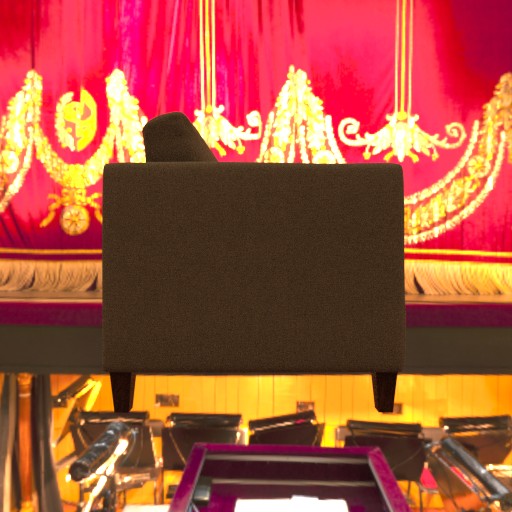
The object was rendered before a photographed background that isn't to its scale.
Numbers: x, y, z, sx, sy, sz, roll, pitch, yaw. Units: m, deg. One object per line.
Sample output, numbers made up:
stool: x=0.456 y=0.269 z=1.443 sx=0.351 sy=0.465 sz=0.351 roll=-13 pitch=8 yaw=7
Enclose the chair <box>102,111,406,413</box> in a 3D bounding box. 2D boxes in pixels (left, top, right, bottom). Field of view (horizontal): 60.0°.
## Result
chair: x=0.000 y=0.000 z=1.857 sx=0.959 sy=0.963 sz=1.107 roll=0 pitch=0 yaw=0
